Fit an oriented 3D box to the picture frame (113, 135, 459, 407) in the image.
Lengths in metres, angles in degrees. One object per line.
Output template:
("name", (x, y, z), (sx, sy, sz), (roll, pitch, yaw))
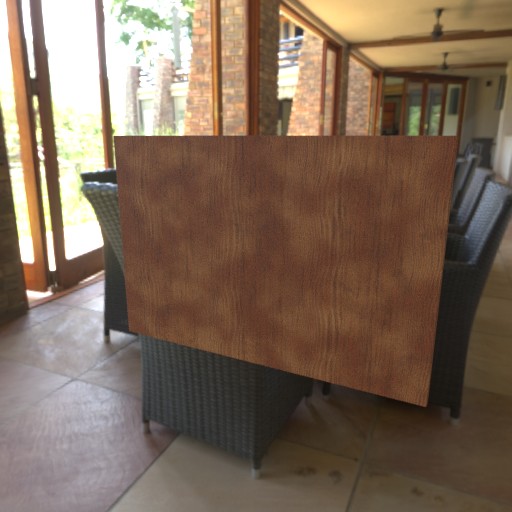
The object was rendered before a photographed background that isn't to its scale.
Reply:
("picture frame", (0.000, 0.000, 1.220), (0.950, 0.640, 0.029), (8, 17, 26))
